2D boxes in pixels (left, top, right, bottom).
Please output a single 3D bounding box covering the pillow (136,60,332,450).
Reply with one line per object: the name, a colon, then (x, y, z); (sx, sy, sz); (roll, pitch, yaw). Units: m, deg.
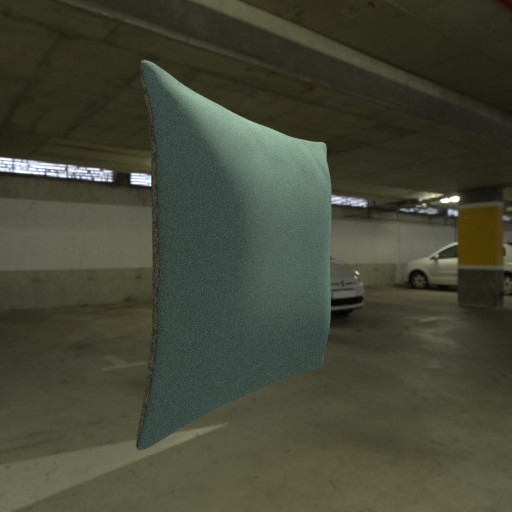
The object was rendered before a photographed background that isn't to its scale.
pillow: (0.000, 0.000, 0.788); (0.166, 0.507, 0.526); (0, 0, 35)
